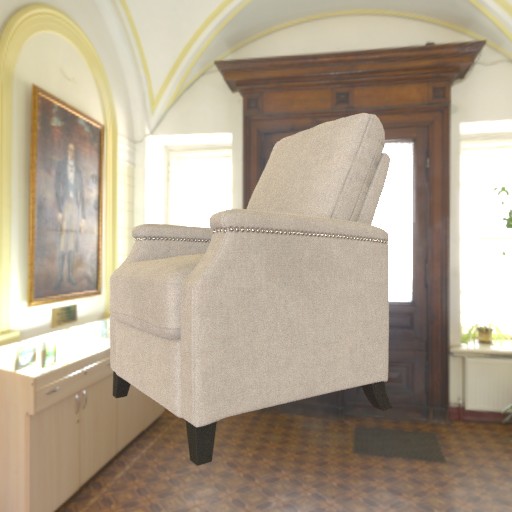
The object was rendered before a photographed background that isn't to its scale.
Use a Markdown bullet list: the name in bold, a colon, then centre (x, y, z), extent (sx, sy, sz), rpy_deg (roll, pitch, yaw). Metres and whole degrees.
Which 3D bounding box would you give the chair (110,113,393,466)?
- **chair**: centre (0.000, 0.000, 1.617), extent (0.922, 1.049, 0.710), rpy_deg (0, 0, -35)
